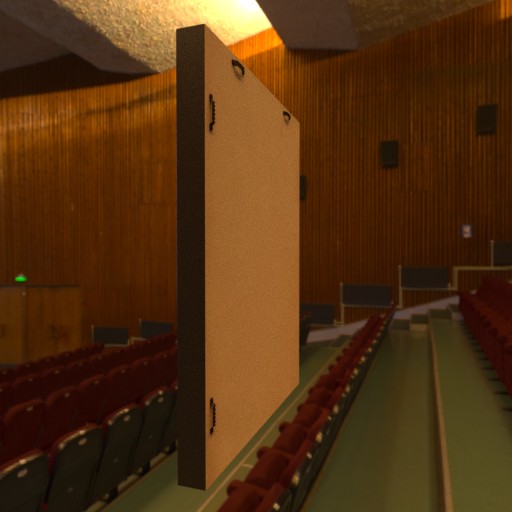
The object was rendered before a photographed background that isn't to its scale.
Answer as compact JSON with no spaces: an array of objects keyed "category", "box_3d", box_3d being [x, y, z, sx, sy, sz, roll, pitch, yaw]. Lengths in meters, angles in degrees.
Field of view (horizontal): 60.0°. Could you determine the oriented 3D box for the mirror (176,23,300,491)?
[{"category":"mirror","box_3d":[0.000,0.000,0.676,0.041,0.508,0.405,0,1,20]}]
